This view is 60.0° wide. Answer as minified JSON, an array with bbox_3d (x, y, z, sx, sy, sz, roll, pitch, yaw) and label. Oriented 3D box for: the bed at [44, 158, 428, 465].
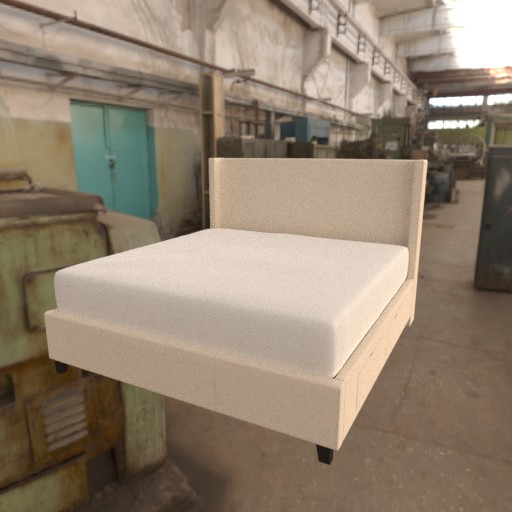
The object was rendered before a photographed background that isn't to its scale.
[{"bbox_3d":[0.000,0.000,3.498,2.145,1.471,2.293,7,15,27],"label":"bed"}]
